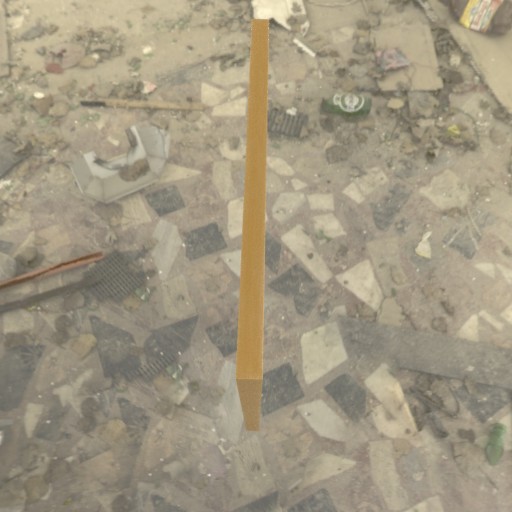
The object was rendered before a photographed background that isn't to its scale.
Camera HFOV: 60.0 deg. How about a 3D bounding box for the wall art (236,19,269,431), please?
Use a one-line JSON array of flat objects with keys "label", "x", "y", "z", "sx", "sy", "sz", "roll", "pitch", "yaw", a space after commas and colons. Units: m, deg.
[{"label": "wall art", "x": 0.000, "y": 0.000, "z": 1.124, "sx": 0.037, "sy": 0.760, "sz": 0.762, "roll": 1, "pitch": 63, "yaw": 1}]
